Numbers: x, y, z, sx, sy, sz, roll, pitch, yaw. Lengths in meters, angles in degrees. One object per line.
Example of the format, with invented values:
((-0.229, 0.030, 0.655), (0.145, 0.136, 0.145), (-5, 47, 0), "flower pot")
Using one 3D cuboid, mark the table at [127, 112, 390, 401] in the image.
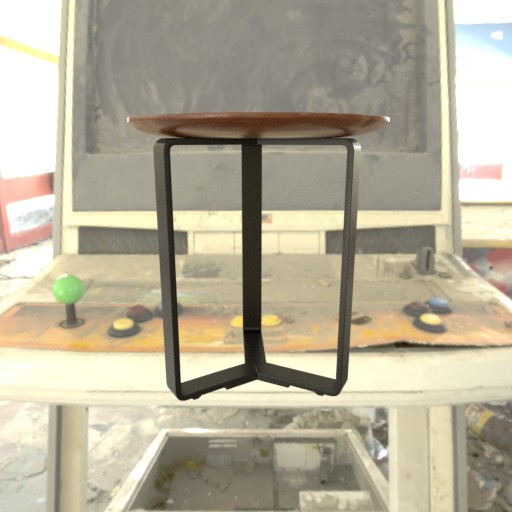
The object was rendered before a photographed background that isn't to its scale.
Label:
((0.000, 0.000, 0.764), (0.410, 0.450, 0.380), (7, 16, 26), "table")
